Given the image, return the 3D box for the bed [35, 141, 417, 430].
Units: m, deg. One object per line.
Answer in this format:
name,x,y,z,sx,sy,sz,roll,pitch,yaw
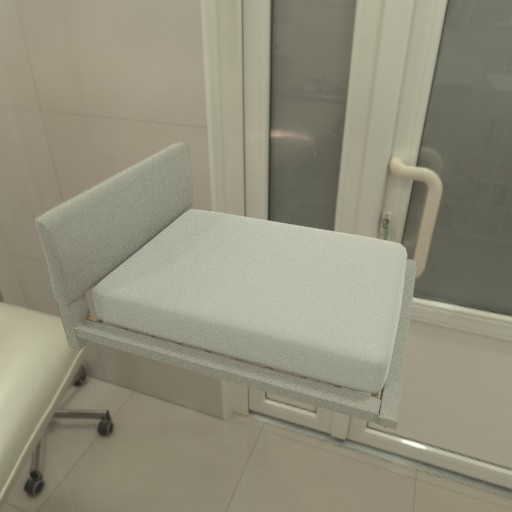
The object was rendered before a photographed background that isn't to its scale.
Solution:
bed,0.000,0.000,3.381,2.368,1.067,1.840,11,32,18
